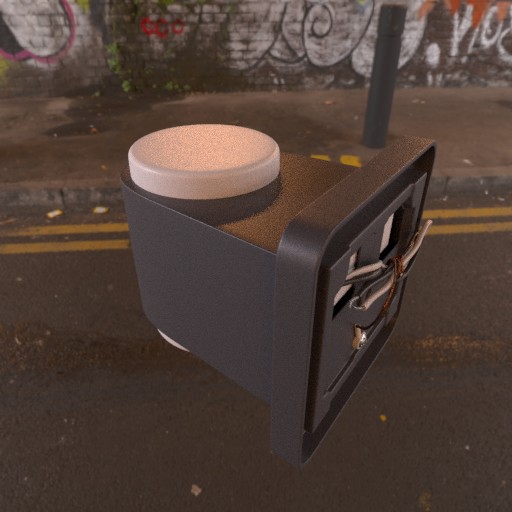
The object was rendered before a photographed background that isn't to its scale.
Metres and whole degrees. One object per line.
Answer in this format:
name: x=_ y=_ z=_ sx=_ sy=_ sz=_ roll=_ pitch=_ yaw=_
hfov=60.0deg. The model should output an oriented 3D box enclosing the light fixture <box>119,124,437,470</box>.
light fixture: x=0.000 y=0.000 z=0.208 sx=0.132 sy=0.109 sz=0.109 roll=21 pitch=38 yaw=29
